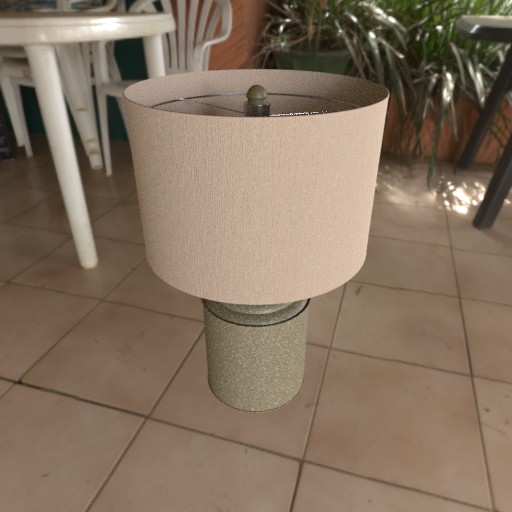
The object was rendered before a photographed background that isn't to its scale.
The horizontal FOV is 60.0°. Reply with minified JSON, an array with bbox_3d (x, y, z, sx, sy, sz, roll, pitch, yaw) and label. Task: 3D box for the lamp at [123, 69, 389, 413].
[{"bbox_3d":[0.000,0.000,0.666,0.318,0.486,0.318,0,30,0],"label":"lamp"}]
